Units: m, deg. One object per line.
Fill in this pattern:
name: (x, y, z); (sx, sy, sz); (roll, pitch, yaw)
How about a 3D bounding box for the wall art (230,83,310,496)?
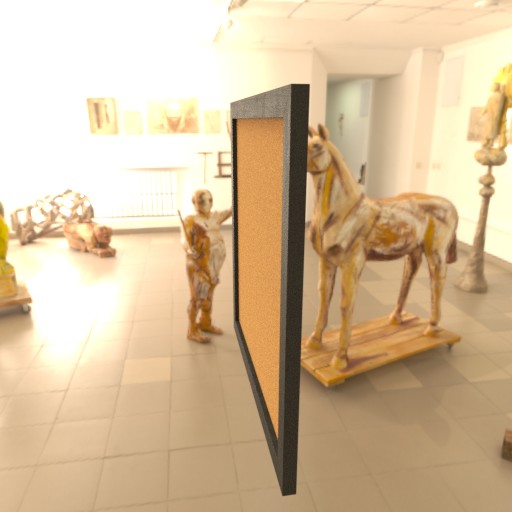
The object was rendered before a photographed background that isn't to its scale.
wall art: (0.000, 0.000, 1.500); (0.038, 1.016, 1.016); (-3, 17, -10)
